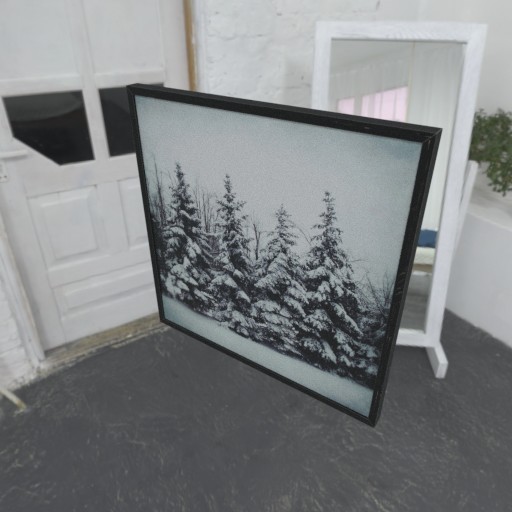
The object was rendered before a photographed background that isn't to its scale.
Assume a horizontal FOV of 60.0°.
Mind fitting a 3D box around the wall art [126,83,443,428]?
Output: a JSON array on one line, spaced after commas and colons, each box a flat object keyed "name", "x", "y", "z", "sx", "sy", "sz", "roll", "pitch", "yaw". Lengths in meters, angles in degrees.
[{"name": "wall art", "x": 0.000, "y": 0.000, "z": 1.138, "sx": 0.761, "sy": 0.761, "sz": 0.037, "roll": 19, "pitch": 36, "yaw": 29}]
